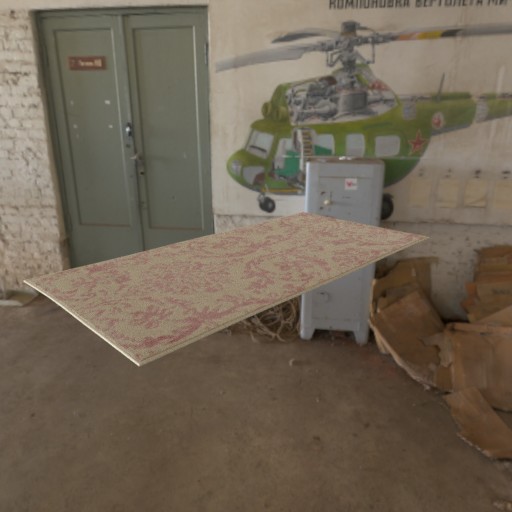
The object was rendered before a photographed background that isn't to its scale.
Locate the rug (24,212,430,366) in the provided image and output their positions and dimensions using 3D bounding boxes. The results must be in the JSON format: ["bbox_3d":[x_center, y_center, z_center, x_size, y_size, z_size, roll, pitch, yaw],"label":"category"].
[{"bbox_3d":[0.000,0.000,1.429,0.604,0.007,1.219,17,25,42],"label":"rug"}]
